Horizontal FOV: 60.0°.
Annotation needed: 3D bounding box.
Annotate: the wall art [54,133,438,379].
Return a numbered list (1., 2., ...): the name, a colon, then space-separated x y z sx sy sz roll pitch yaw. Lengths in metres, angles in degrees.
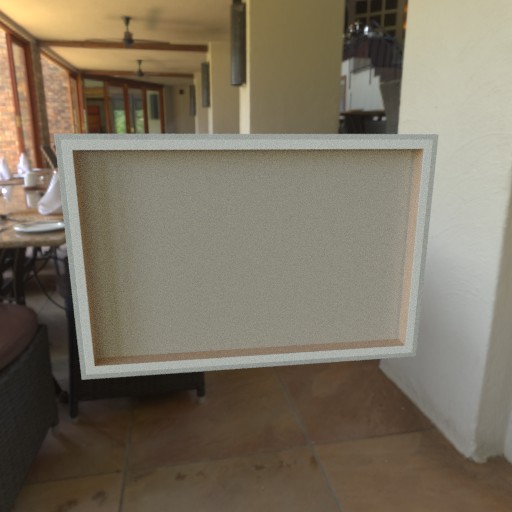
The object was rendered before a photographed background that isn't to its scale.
1. wall art: 0.000 0.000 0.768 0.609 0.407 0.038 -2 15 -8
